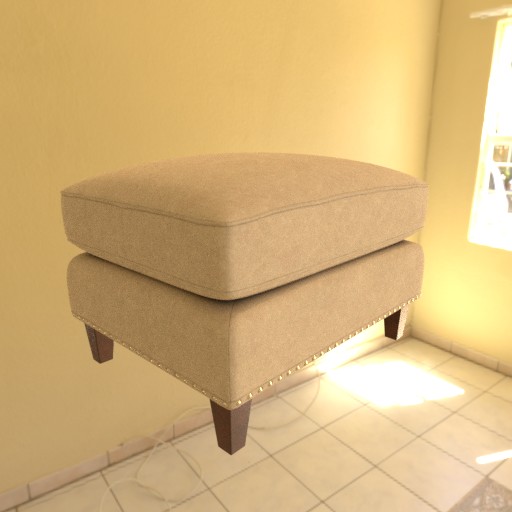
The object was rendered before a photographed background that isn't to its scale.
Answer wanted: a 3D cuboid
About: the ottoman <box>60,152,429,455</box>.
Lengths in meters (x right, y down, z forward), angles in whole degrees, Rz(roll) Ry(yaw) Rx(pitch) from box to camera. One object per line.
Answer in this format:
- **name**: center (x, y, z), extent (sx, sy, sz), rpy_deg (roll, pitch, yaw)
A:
- **ottoman**: center (0.000, 0.000, 1.131), extent (0.584, 0.513, 0.741), rpy_deg (14, 21, 42)
